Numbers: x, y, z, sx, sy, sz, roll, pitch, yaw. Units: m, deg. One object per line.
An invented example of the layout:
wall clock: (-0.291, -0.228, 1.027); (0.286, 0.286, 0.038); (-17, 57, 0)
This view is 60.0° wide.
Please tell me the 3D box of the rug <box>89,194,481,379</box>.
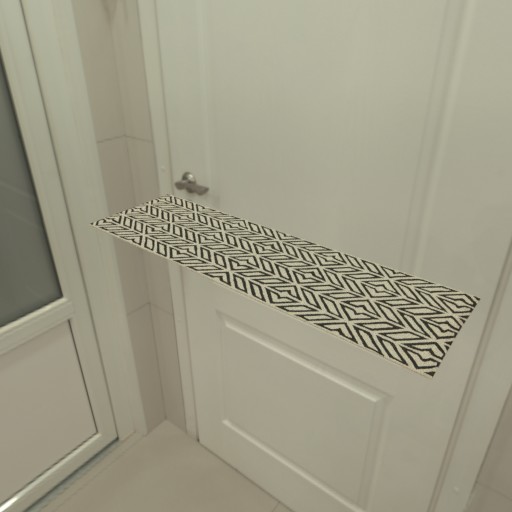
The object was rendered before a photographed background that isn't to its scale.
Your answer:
rug: (0.000, 0.000, 2.742); (2.435, 0.009, 0.750); (21, 35, 33)
